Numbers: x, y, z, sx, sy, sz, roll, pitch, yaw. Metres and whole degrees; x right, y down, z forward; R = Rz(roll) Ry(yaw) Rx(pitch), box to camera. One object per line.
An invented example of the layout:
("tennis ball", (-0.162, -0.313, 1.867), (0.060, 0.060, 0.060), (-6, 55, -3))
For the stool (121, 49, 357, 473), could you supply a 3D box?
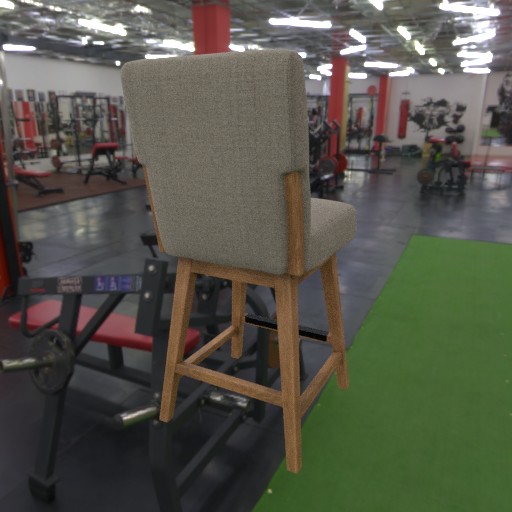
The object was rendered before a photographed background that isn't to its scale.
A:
("stool", (0.000, 0.000, 1.270), (0.459, 1.010, 0.526), (9, 19, 27))
